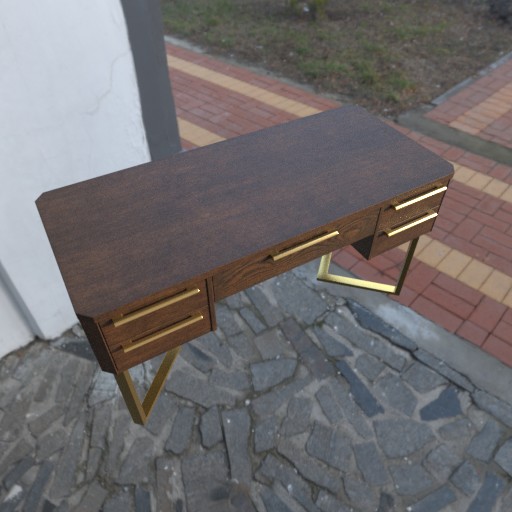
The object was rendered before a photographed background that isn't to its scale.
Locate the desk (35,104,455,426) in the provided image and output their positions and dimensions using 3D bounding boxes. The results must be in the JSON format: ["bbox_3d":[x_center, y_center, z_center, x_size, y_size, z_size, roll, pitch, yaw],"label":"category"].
[{"bbox_3d":[0.000,0.000,1.929,1.479,0.762,0.684,-22,49,-21],"label":"desk"}]
